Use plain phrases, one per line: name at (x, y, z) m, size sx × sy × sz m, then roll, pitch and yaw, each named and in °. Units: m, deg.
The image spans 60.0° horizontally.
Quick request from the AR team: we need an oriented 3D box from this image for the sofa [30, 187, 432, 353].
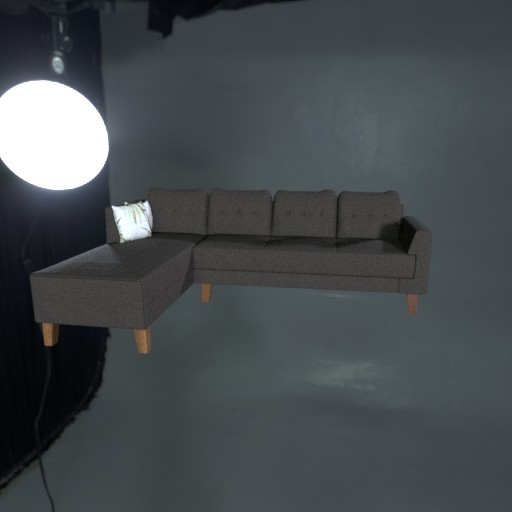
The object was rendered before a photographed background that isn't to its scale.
sofa at (0.000, 0.000, 3.503) m, size 2.679 × 0.932 × 1.829 m, roll 2°, pitch 13°, yaw 9°
